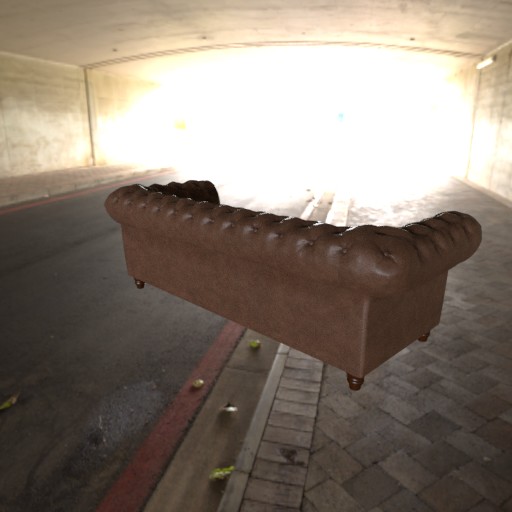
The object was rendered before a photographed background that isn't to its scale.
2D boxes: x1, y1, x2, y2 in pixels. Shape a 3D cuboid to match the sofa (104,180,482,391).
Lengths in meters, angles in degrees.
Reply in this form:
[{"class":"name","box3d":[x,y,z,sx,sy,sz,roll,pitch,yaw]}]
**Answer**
[{"class":"sofa","box3d":[0.000,0.000,2.828,0.944,0.783,2.385,-15,22,-43]}]
